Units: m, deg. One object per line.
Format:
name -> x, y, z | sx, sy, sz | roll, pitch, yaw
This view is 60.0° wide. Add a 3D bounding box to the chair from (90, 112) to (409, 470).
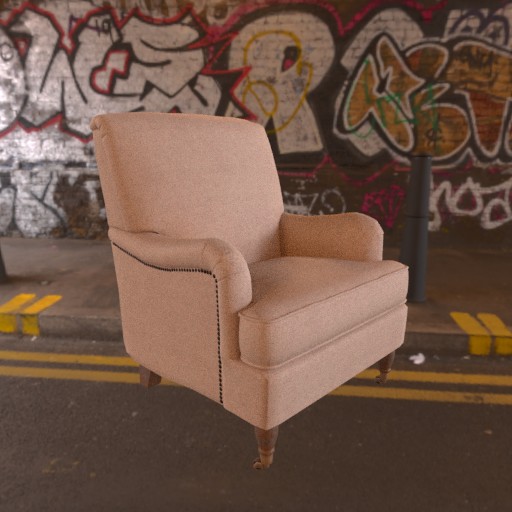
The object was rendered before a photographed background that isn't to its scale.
chair -> 0.000, 0.000, 1.768 | 0.953, 1.119, 0.879 | 13, 19, 43
